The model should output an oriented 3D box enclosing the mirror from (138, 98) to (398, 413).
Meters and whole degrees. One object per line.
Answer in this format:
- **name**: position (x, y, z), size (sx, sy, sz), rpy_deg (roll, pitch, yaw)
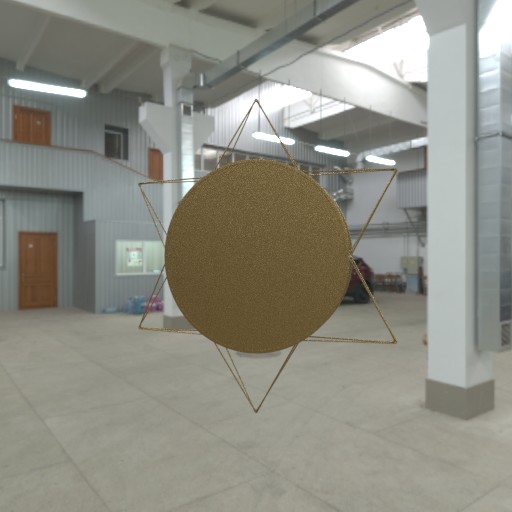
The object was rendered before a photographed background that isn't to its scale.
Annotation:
- **mirror**: position (0.000, 0.000, 0.819), size (0.498, 0.581, 0.062), rpy_deg (0, 0, 18)
